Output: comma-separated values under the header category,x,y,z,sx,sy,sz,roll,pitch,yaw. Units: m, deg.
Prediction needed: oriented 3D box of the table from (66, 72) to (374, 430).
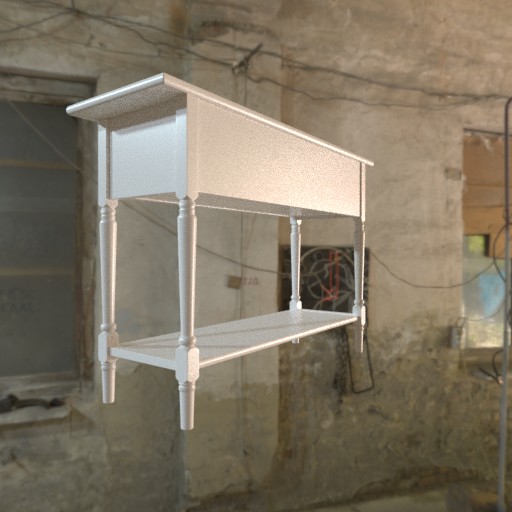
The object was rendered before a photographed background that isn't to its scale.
category,x,y,z,sx,sy,sz,roll,pitch,yaw
table,0.000,0.000,1.555,0.386,0.814,1.191,0,1,37
